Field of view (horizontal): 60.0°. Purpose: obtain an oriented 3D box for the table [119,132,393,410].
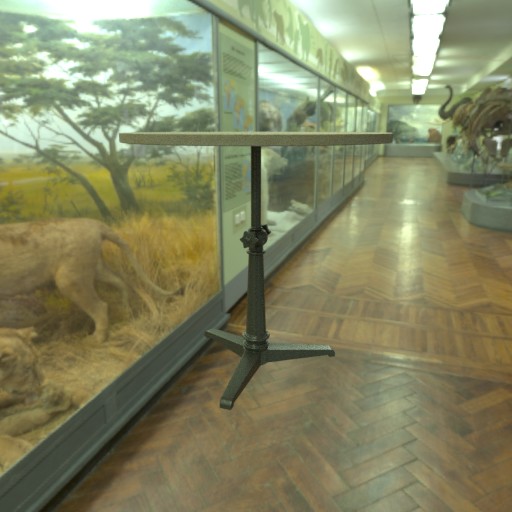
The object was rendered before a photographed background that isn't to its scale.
[{"bbox_3d":[0.000,0.000,1.455,0.800,0.780,0.800,0,16,0],"label":"table"}]
